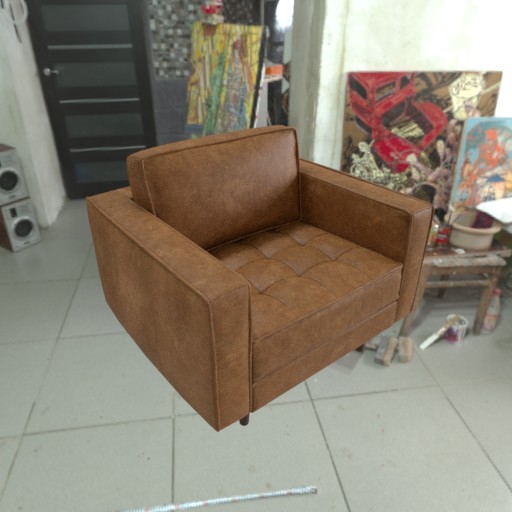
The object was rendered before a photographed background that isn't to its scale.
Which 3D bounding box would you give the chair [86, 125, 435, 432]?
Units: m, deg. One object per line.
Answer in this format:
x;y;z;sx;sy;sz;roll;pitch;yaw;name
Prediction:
0.000;0.000;1.569;0.928;0.767;0.798;-21;36;-33;chair
